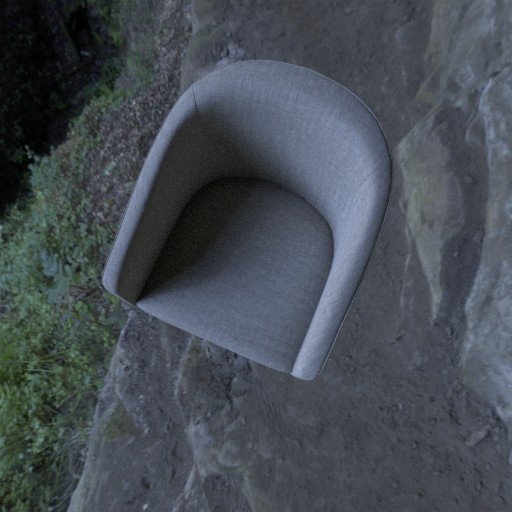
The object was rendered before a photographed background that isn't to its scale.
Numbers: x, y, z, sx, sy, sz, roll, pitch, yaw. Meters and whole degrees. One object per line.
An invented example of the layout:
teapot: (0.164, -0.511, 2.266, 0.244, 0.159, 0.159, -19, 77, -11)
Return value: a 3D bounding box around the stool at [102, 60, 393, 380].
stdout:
stool: (0.000, 0.000, 1.406, 0.559, 1.078, 0.607, 22, 76, 6)
